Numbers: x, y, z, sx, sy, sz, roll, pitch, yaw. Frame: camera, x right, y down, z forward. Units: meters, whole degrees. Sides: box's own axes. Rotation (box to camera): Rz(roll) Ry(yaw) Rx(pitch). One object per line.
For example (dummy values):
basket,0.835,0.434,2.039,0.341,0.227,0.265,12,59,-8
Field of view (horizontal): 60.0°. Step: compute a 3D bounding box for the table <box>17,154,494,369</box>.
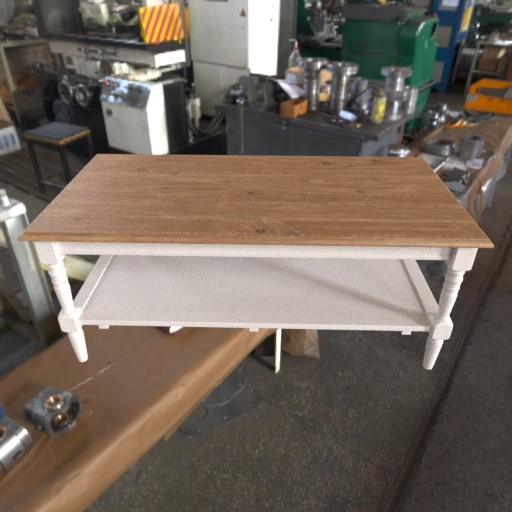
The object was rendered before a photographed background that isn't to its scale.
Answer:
table,0.000,0.000,1.389,1.118,0.458,0.559,1,33,1
